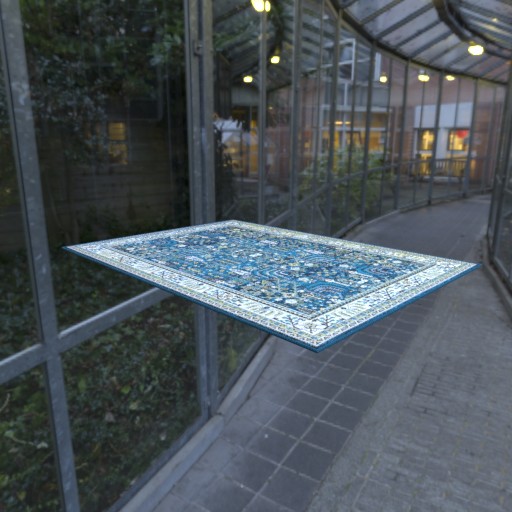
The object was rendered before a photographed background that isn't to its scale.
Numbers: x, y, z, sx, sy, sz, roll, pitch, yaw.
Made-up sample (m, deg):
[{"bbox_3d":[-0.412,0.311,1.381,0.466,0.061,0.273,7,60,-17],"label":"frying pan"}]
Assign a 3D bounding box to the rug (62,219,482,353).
[{"bbox_3d":[0.000,0.000,2.854,1.594,0.013,2.213,-14,20,-43],"label":"rug"}]
